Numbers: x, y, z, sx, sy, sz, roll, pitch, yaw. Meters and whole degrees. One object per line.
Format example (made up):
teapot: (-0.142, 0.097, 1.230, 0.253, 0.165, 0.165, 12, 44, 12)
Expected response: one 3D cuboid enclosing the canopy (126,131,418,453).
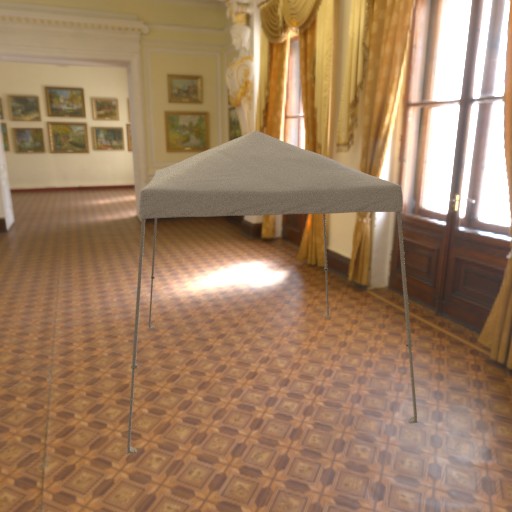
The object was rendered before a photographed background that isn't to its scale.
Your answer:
canopy: (0.000, 0.000, 6.622, 3.599, 3.600, 3.600, -2, 15, -9)
